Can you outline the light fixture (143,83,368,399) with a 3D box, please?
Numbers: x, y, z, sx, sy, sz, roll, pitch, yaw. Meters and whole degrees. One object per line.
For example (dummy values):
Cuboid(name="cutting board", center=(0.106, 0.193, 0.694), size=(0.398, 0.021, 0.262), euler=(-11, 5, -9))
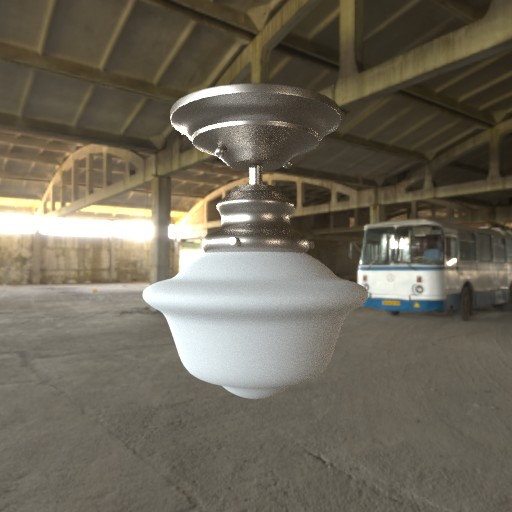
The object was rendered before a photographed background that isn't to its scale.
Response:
Cuboid(name="light fixture", center=(0.000, 0.000, 0.402), size=(0.199, 0.254, 0.199), euler=(0, -1, 0))
